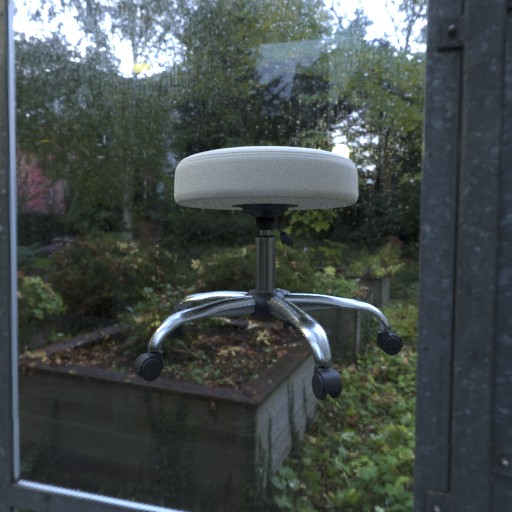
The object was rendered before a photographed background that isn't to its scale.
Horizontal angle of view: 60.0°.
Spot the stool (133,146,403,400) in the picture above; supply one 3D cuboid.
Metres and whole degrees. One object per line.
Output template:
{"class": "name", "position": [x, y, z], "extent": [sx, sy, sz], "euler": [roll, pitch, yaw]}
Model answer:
{"class": "stool", "position": [0.000, 0.000, 1.086], "extent": [0.614, 0.482, 0.634], "euler": [2, 3, 35]}
